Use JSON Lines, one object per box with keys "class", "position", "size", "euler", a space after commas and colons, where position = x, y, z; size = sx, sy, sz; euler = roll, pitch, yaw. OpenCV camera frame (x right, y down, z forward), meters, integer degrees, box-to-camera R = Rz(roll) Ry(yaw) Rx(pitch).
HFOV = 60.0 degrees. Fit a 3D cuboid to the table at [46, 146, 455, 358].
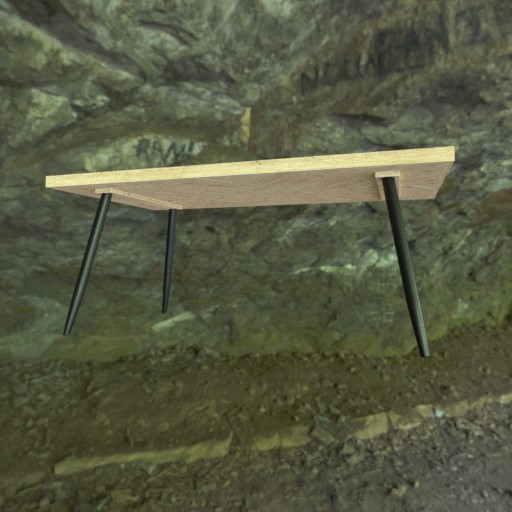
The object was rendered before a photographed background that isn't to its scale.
{"class": "table", "position": [0.000, 0.000, 2.320], "size": [1.803, 0.762, 0.991], "euler": [0, -1, 18]}
